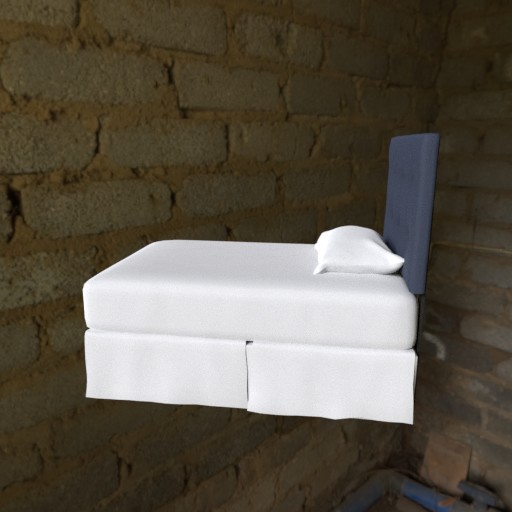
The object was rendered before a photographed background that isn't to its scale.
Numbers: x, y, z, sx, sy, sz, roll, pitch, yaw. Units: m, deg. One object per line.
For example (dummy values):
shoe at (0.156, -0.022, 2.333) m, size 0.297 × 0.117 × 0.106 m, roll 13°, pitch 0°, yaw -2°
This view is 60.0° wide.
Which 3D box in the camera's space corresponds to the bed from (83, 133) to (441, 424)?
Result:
bed at (0.000, 0.000, 2.990) m, size 1.997 × 1.571 × 1.261 m, roll 2°, pitch 14°, yaw 8°
